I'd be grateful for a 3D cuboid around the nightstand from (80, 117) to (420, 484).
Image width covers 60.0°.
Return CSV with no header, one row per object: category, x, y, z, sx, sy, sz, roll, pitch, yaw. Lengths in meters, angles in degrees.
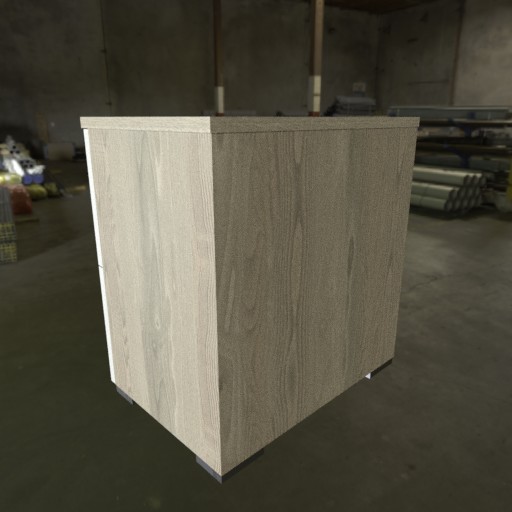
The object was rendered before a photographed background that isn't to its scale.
nightstand,0.000,0.000,0.770,0.442,0.461,0.325,-16,23,-41
